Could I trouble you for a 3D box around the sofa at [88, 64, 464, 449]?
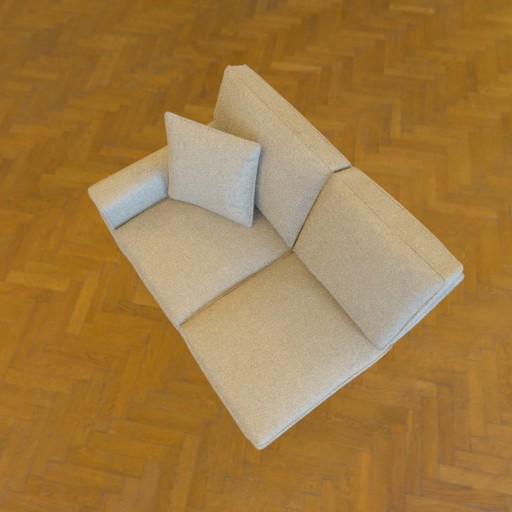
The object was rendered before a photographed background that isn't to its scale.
[{"bbox_3d":[0.000,0.000,2.076,0.991,0.989,1.388,-33,68,-15],"label":"sofa"}]
